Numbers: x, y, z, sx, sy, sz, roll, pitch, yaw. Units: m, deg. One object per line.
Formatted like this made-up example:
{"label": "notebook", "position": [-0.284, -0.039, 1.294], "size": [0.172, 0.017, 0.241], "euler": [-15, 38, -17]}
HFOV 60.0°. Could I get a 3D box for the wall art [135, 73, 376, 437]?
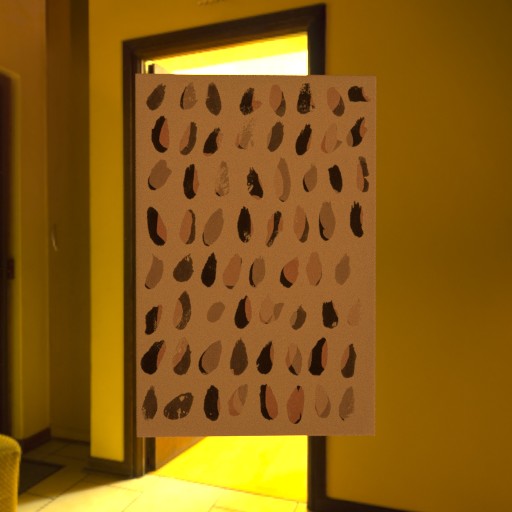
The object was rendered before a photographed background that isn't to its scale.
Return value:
{"label": "wall art", "position": [0.000, 0.000, 0.486], "size": [0.252, 0.381, 0.039], "euler": [0, 1, -1]}
